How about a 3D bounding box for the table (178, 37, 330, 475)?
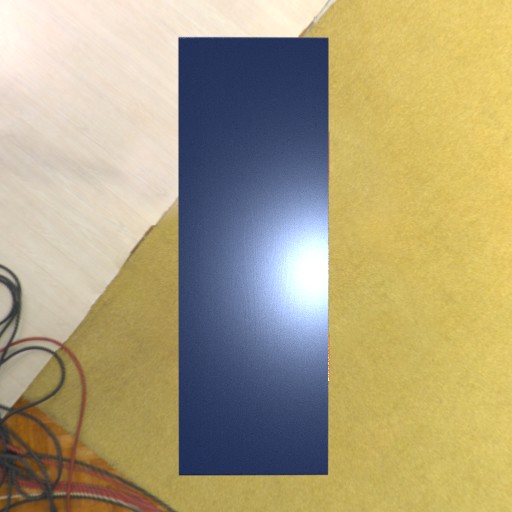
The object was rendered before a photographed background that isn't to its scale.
[{"bbox_3d":[0.000,0.000,1.497,0.399,0.749,1.118,0,90,0],"label":"table"}]
